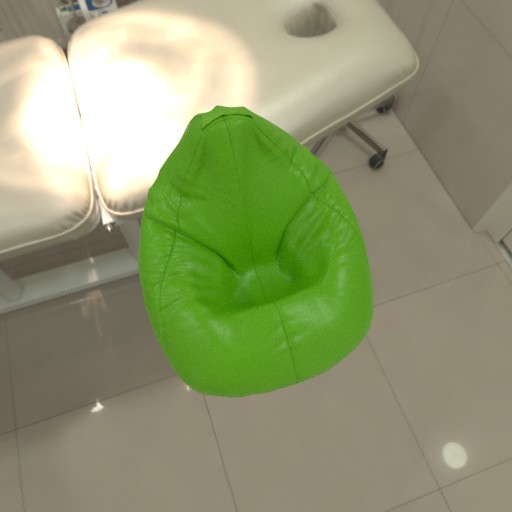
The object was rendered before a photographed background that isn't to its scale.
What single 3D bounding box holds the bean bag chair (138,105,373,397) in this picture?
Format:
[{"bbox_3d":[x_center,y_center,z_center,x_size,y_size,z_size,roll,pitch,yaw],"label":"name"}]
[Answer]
[{"bbox_3d":[0.000,0.000,1.957,1.070,0.990,1.070,-17,64,-9],"label":"bean bag chair"}]
